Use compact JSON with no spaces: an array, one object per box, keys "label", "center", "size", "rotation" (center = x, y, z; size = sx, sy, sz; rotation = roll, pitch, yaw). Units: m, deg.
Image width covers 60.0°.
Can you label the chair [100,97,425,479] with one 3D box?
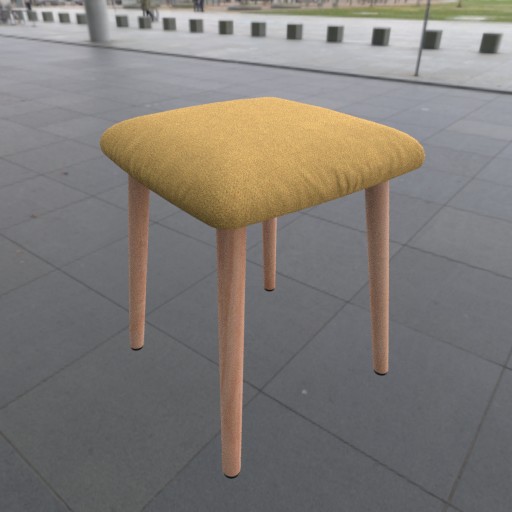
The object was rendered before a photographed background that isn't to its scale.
[{"label":"chair","center":[0.000,0.000,0.706],"size":[0.350,0.440,0.350],"rotation":[-21,37,-31]}]
